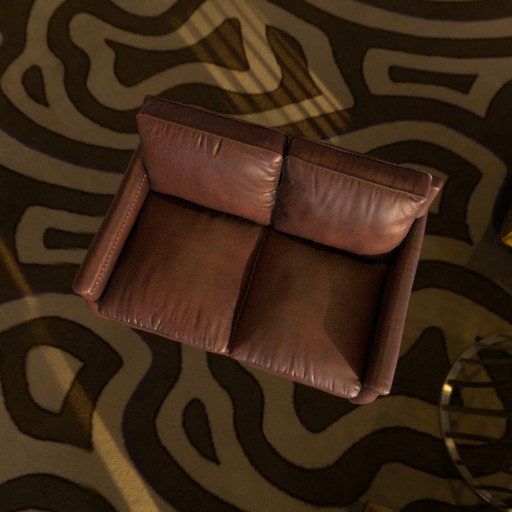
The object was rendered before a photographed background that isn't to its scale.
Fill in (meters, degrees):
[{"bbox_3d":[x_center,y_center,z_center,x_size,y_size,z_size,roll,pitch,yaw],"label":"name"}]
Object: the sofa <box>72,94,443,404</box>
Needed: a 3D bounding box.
[{"bbox_3d":[0.000,0.000,2.325,1.628,1.003,1.083,17,75,5],"label":"sofa"}]
